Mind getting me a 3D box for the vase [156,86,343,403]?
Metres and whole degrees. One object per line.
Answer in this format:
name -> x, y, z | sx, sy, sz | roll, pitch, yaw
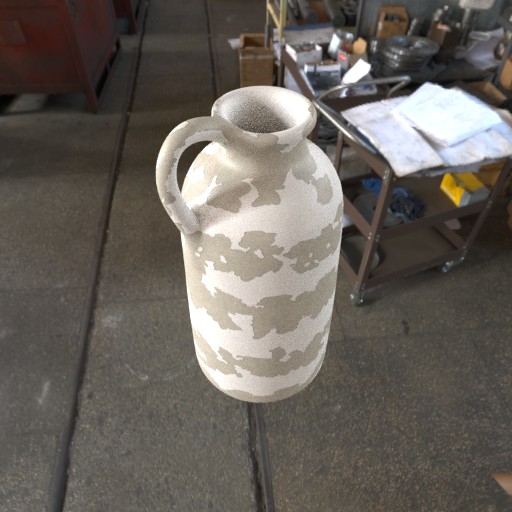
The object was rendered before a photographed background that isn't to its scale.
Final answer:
vase -> 0.000, 0.000, 0.503 | 0.203, 0.382, 0.186 | -31, 54, -26
